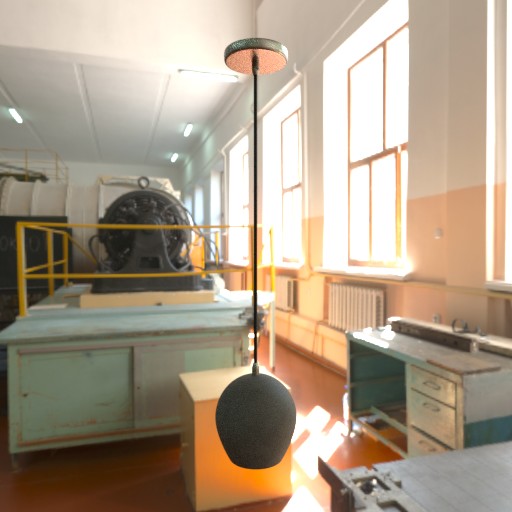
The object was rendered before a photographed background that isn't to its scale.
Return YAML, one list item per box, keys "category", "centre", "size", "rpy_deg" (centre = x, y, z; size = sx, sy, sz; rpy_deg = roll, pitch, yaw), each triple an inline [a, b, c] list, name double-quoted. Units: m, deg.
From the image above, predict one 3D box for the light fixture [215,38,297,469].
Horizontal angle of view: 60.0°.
- category: "light fixture"
  centre: [0.000, 0.000, 0.833]
  size: [0.153, 0.760, 0.153]
  rpy_deg: [0, 1, 18]
